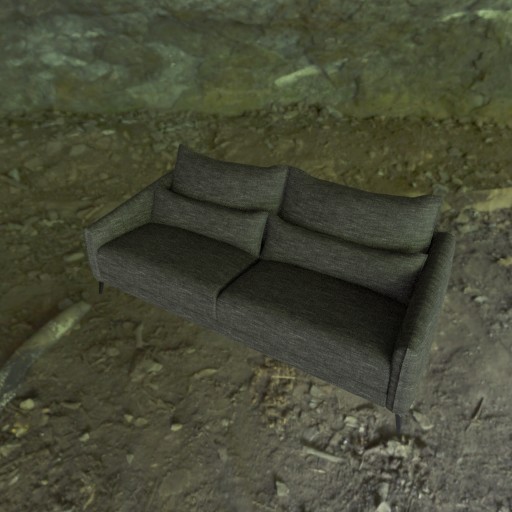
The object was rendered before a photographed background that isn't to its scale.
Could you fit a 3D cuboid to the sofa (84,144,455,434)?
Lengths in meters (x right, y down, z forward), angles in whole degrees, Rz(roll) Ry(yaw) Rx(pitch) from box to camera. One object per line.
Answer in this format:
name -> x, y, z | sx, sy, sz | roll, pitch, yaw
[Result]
sofa -> 0.000, 0.000, 2.474 | 2.019, 0.843, 0.807 | 18, 34, 29
